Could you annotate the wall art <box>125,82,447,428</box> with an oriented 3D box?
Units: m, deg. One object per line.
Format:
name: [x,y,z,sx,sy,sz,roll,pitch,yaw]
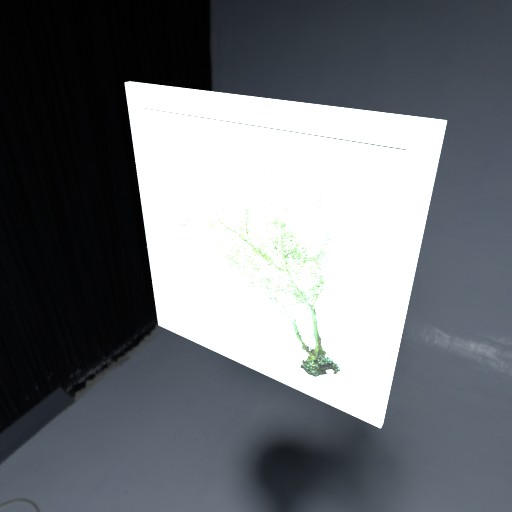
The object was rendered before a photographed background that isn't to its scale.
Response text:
wall art: [0.000,0.000,0.859,0.584,0.584,0.013,18,34,28]
